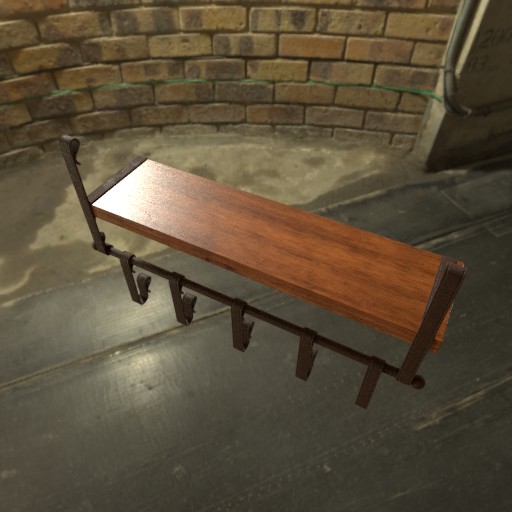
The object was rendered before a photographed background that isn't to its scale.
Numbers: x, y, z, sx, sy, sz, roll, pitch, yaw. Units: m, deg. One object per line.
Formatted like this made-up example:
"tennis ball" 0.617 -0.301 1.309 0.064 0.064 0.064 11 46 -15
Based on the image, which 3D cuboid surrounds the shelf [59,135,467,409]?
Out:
"shelf" 0.000 0.000 0.675 0.567 0.330 0.146 21 49 19
